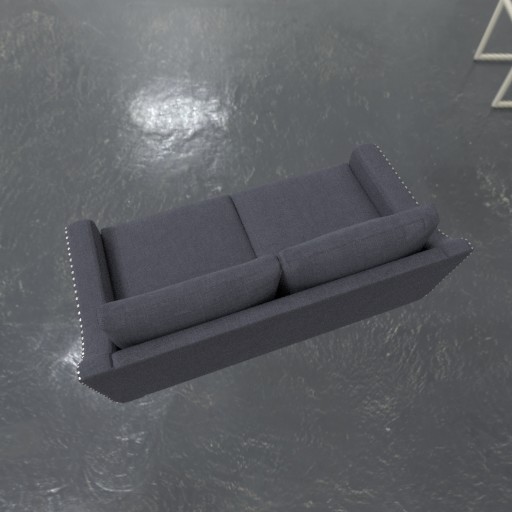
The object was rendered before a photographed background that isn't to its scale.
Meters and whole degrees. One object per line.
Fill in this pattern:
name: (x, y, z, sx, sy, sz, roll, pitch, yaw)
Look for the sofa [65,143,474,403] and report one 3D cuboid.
sofa: (0.000, 0.000, 3.315, 2.550, 1.196, 1.336, -17, 60, -10)
